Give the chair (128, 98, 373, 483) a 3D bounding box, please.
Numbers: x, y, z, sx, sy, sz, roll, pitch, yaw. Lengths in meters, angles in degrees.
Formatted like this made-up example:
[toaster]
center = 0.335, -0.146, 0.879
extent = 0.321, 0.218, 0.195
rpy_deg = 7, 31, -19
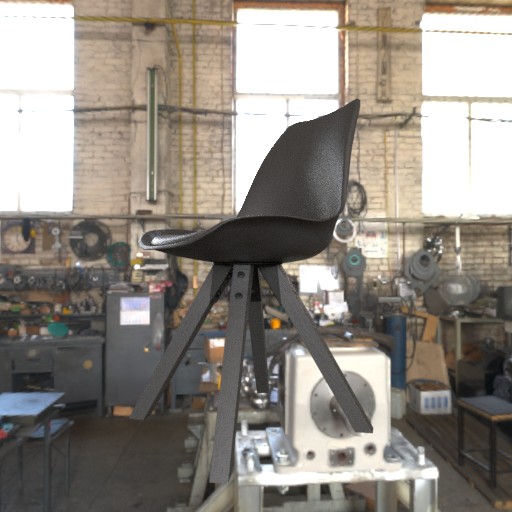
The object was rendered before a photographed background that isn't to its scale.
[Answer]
[chair]
center = 0.000, 0.000, 1.134
extent = 0.550, 0.850, 0.485
rpy_deg = 1, -1, -36
